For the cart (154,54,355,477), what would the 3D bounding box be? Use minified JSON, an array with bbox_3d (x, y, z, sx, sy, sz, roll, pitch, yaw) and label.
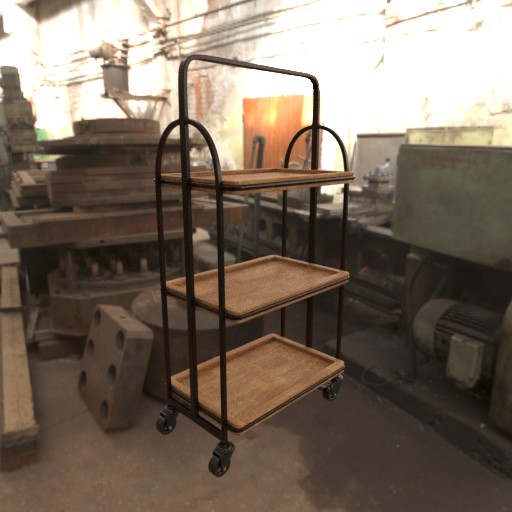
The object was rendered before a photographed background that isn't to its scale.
[{"bbox_3d":[0.000,0.000,1.247,0.327,1.001,0.553,14,20,43],"label":"cart"}]
